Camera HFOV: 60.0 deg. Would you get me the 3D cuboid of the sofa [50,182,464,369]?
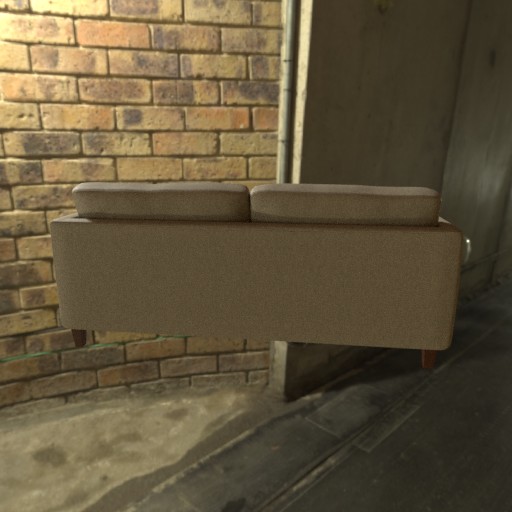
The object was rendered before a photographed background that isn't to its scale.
[{"bbox_3d":[0.000,0.000,2.811,2.208,0.963,0.956,2,15,7],"label":"sofa"}]
